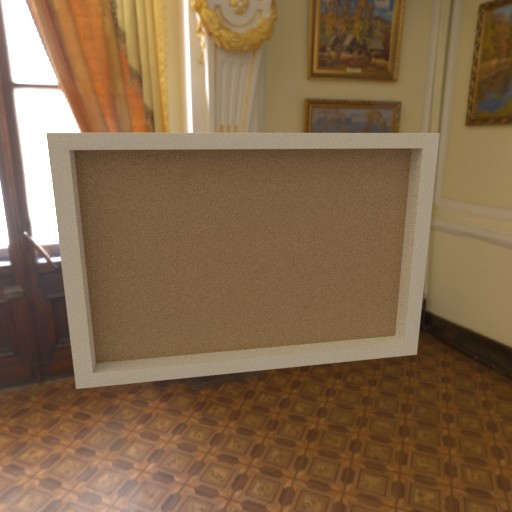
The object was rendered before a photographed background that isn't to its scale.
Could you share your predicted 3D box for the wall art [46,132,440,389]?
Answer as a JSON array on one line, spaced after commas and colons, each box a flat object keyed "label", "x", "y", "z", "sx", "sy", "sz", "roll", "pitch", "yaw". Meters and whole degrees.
[{"label": "wall art", "x": 0.000, "y": 0.000, "z": 0.475, "sx": 0.384, "sy": 0.254, "sz": 0.039, "roll": -3, "pitch": 15, "yaw": -10}]
